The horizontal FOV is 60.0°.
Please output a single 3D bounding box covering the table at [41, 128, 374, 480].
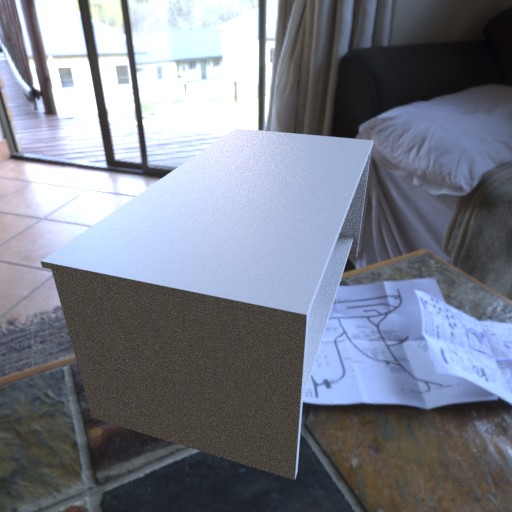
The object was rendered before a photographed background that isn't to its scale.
[{"bbox_3d":[0.000,0.000,1.265,0.500,0.441,1.000,10,32,16],"label":"table"}]
